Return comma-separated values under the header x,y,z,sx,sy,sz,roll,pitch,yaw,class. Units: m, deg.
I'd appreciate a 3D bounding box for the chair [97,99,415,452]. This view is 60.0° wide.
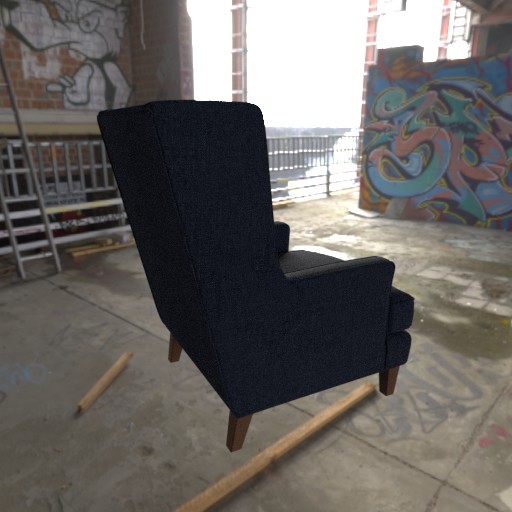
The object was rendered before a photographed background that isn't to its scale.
x,y,z,sx,sy,sz,roll,pitch,yaw,class
0.000,0.000,1.684,0.947,1.072,0.764,-8,18,-27,chair
